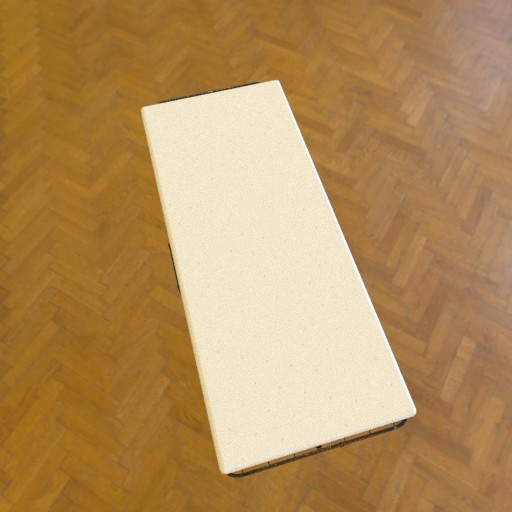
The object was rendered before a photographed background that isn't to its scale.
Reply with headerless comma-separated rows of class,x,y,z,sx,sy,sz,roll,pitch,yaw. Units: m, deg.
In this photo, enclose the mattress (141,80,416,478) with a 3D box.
mattress,0.000,0.000,2.535,0.922,0.519,2.153,-14,65,-7
